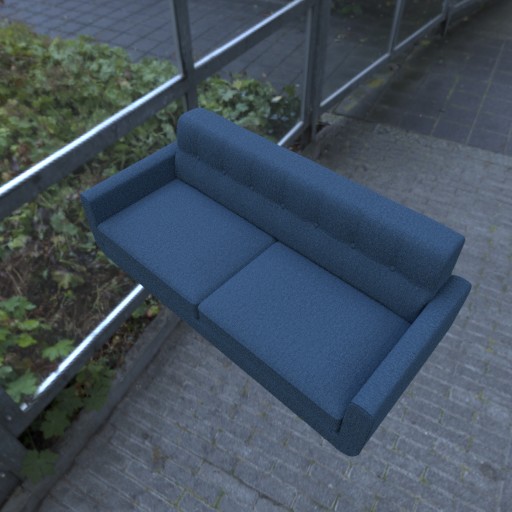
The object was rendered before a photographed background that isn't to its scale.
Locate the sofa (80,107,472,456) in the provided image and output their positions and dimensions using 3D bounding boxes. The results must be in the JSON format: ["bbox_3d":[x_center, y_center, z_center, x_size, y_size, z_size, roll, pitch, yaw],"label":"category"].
[{"bbox_3d":[0.000,0.000,2.523,2.055,0.884,0.942,33,55,27],"label":"sofa"}]
